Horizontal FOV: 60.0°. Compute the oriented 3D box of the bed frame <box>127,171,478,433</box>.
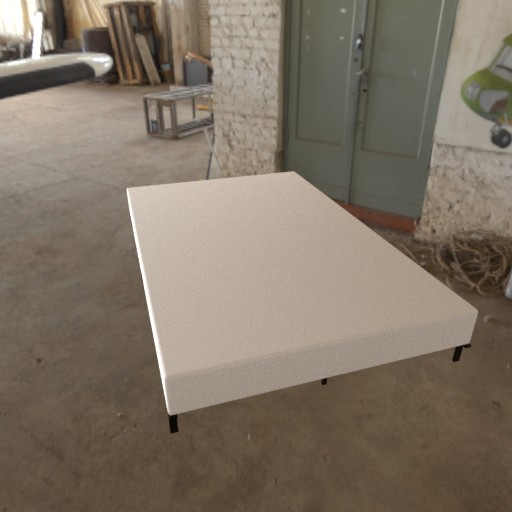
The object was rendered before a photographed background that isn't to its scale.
[{"bbox_3d":[0.000,0.000,3.793,1.930,0.440,2.987,-9,29,-16],"label":"bed frame"}]
